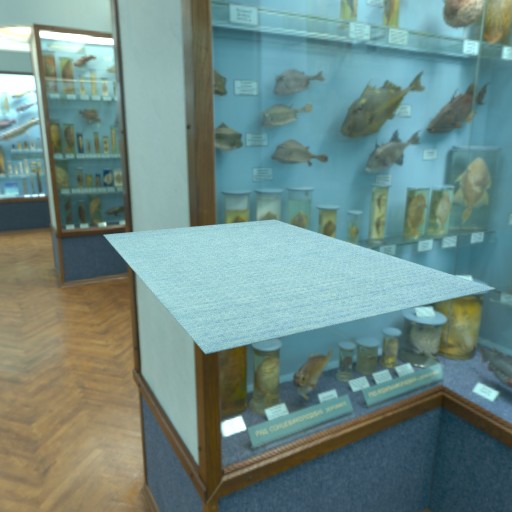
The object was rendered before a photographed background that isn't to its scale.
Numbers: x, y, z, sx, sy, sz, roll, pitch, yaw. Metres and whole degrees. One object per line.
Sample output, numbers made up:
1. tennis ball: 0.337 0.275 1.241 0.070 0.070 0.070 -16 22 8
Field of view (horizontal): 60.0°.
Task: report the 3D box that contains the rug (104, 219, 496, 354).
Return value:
1. rug: 0.000 0.000 3.662 1.982 0.006 2.895 -7 16 -26
